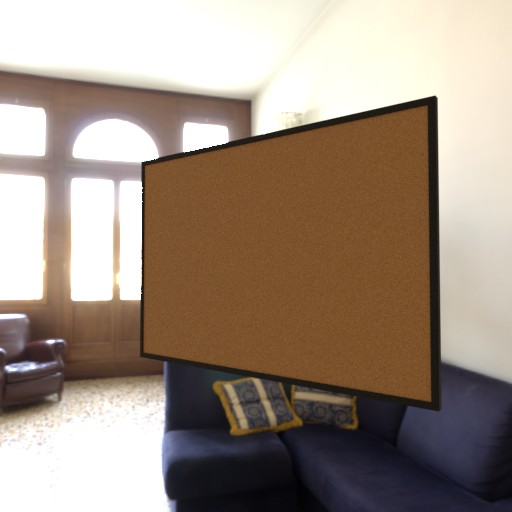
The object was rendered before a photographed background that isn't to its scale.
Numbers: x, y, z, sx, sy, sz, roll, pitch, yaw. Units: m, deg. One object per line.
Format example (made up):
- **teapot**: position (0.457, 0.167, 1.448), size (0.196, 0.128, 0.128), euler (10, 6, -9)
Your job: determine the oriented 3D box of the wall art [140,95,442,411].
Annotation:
- **wall art**: position (0.000, 0.000, 0.845), size (0.664, 0.458, 0.013), euler (-1, -2, 37)
